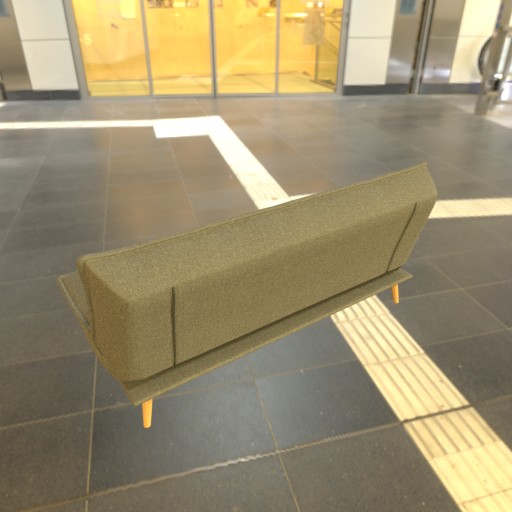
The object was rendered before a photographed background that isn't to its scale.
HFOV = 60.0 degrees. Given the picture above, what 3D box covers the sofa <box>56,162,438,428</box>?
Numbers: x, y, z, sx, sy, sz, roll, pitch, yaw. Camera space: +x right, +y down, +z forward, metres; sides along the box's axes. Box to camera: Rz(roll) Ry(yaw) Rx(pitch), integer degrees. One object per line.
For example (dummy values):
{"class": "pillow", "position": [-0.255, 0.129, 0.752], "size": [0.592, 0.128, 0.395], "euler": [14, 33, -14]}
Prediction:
{"class": "sofa", "position": [0.000, 0.000, 2.459], "size": [1.940, 0.890, 0.950], "euler": [-19, 35, -29]}
